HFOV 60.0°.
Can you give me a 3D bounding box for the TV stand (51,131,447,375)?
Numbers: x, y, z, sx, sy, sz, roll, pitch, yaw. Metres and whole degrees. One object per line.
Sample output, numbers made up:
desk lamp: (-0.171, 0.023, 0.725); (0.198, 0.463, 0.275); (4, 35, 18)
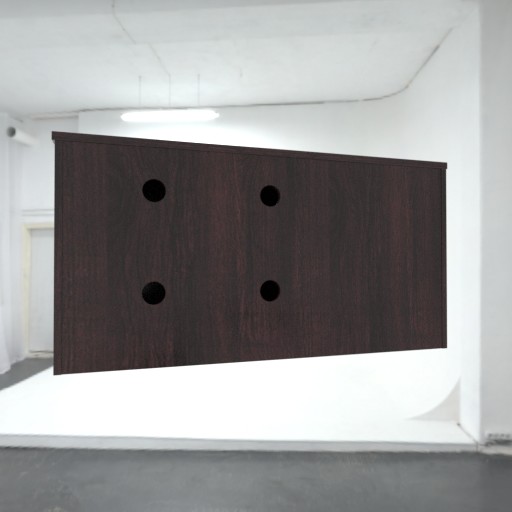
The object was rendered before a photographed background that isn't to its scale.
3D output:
TV stand: (0.000, 0.000, 1.470); (1.192, 0.614, 0.404); (0, -1, -17)
